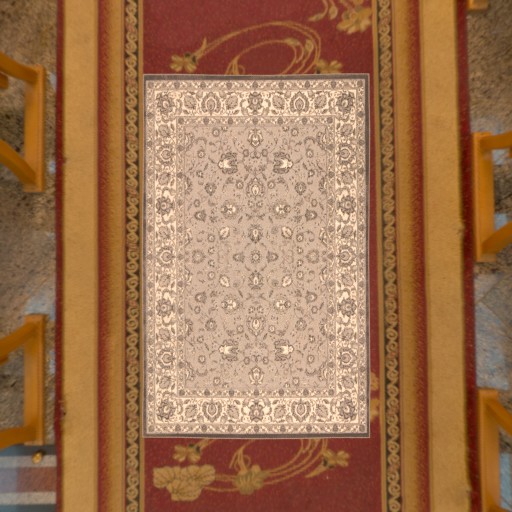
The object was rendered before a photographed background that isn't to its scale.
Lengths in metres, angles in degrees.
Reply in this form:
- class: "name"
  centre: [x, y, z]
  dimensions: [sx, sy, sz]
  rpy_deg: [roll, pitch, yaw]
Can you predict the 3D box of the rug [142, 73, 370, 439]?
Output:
- class: "rug"
  centre: [0.000, 0.000, 2.962]
  dimensions: [1.524, 0.011, 2.438]
  rpy_deg: [0, 90, 0]
